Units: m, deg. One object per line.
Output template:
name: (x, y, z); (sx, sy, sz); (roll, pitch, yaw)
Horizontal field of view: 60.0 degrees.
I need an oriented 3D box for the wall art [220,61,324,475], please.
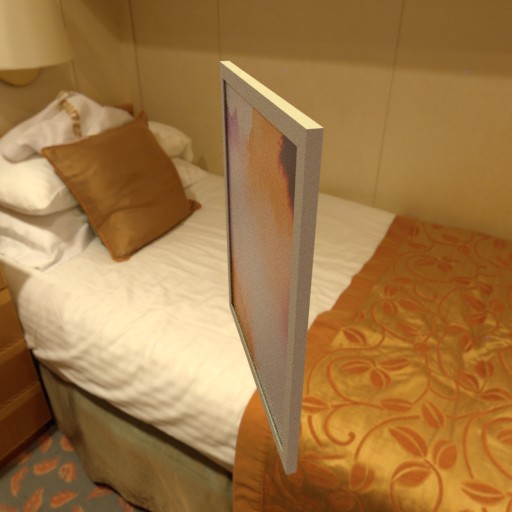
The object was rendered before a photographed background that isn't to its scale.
wall art: (0.000, 0.000, 1.107); (0.026, 0.811, 0.661); (-8, 32, -12)
